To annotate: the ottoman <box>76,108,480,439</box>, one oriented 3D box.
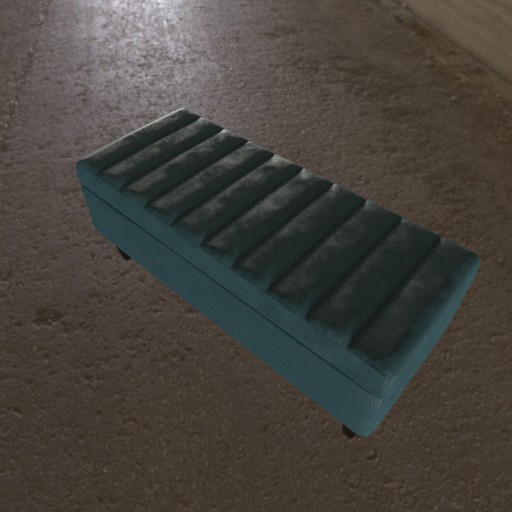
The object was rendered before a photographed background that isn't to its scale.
[{"bbox_3d":[0.000,0.000,1.417,1.151,0.469,0.482,33,55,27],"label":"ottoman"}]
